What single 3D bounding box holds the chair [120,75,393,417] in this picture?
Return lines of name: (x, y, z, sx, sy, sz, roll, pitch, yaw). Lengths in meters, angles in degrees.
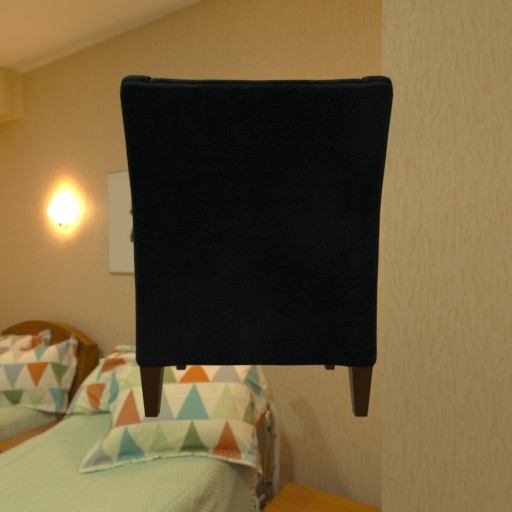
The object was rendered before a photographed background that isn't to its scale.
chair: (0.000, 0.000, 1.629, 0.774, 1.014, 0.870, 0, 0, 0)
